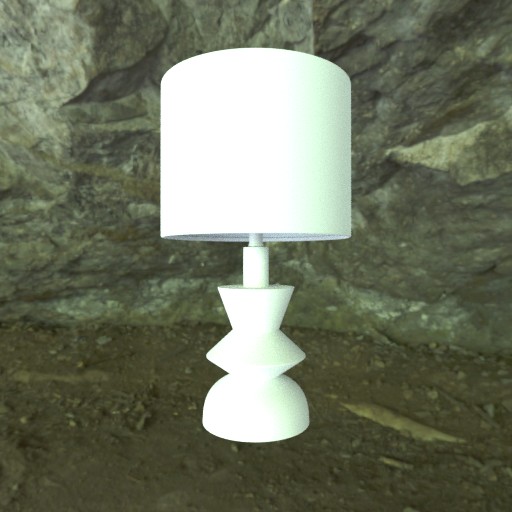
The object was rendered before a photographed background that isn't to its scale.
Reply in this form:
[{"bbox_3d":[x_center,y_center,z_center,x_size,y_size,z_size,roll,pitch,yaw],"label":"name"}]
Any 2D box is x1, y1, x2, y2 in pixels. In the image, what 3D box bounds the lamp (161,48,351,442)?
[{"bbox_3d":[0.000,0.000,0.717,0.301,0.533,0.301,0,0,1],"label":"lamp"}]
